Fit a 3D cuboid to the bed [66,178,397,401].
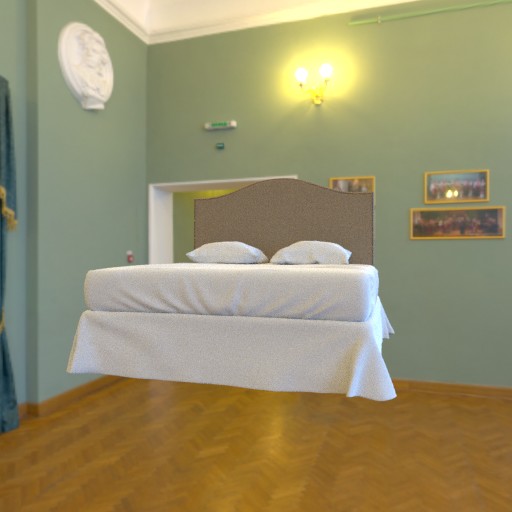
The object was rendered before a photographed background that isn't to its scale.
[{"bbox_3d":[0.000,0.000,3.802,2.311,1.651,2.222,0,0,16],"label":"bed"}]
